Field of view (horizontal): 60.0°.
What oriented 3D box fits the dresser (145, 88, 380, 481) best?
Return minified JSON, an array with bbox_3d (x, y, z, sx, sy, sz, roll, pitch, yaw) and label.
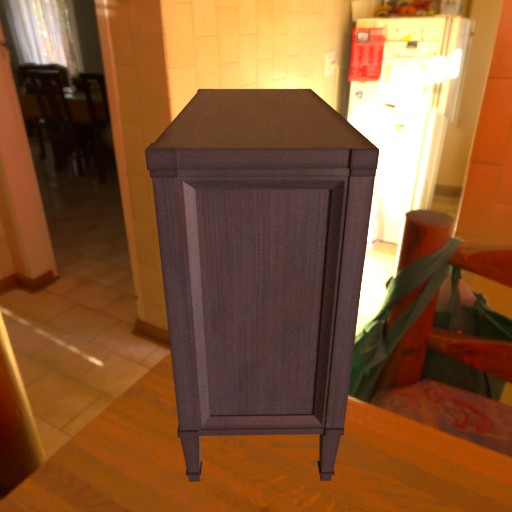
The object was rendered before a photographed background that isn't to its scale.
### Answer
[{"bbox_3d":[0.000,0.000,1.544,0.463,0.986,1.049,0,27,-1],"label":"dresser"}]
